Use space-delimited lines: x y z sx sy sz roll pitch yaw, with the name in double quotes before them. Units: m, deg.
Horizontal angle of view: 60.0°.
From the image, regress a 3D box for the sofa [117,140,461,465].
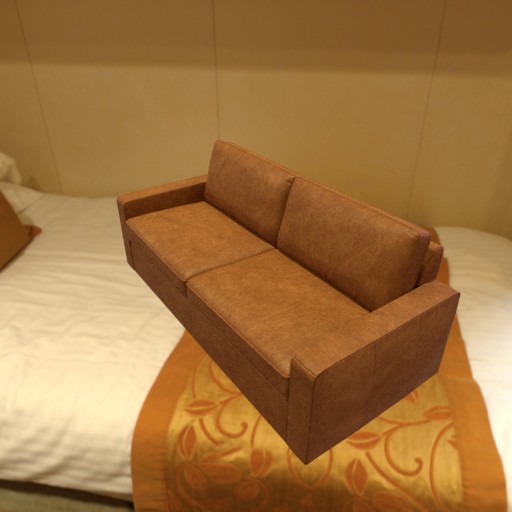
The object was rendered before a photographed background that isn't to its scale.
"sofa" 0.000 0.000 2.722 0.991 0.928 2.156 -20 37 -30
